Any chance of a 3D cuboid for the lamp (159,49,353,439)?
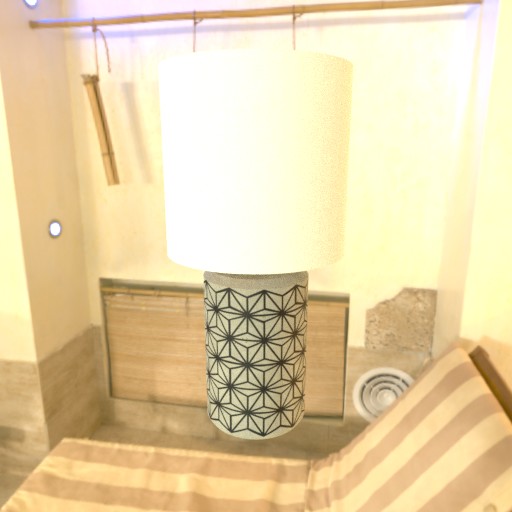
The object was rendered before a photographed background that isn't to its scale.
[{"bbox_3d":[0.000,0.000,0.529,0.206,0.416,0.206,2,14,9],"label":"lamp"}]
